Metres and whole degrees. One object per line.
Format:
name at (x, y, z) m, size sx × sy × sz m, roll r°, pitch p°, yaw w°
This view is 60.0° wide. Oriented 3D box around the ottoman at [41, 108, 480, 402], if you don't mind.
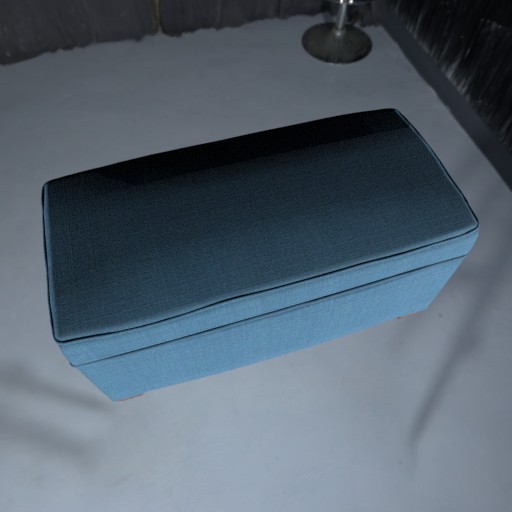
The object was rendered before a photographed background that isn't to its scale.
ottoman at (0.000, 0.000, 1.188) m, size 0.943 × 0.474 × 0.474 m, roll -14°, pitch 59°, yaw -9°
